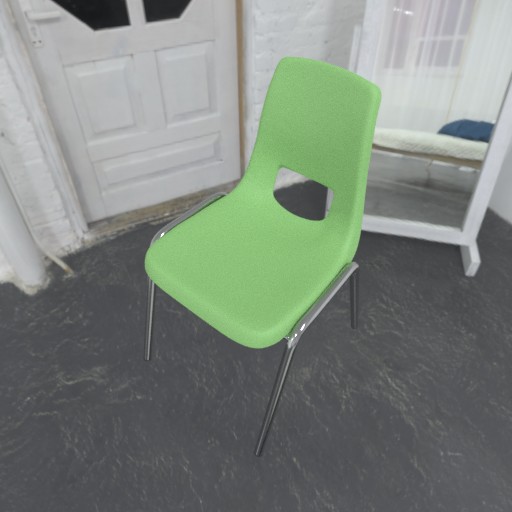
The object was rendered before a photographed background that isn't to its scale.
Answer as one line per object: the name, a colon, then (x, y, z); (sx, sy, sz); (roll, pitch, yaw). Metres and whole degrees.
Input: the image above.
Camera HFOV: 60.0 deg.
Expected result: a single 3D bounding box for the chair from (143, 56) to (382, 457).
chair: (0.000, 0.000, 0.911); (0.381, 0.653, 0.436); (31, 53, 26)
